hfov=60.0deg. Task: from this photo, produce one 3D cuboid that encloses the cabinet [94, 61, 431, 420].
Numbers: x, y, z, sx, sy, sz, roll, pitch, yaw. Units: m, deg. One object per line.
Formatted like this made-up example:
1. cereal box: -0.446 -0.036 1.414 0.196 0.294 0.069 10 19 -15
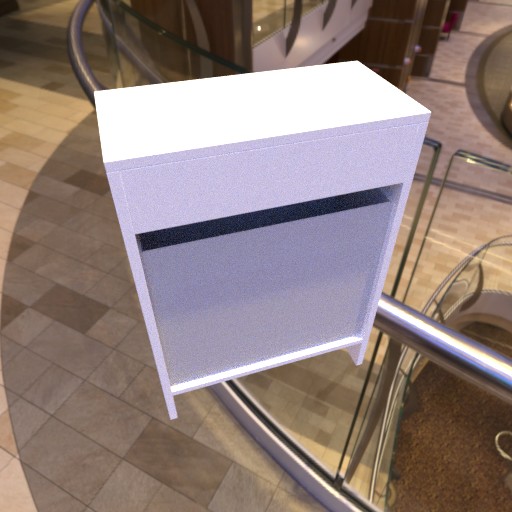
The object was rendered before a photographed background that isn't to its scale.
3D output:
1. cabinet: 0.000 0.000 1.140 0.600 0.815 0.296 -12 43 -13
